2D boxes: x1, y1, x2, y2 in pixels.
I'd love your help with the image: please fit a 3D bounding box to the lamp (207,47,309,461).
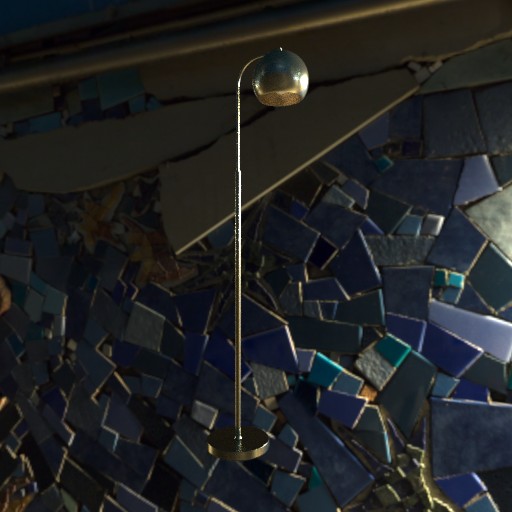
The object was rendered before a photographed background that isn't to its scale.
[{"bbox_3d":[0.000,0.000,1.704,0.431,1.526,0.250,1,1,37],"label":"lamp"}]
